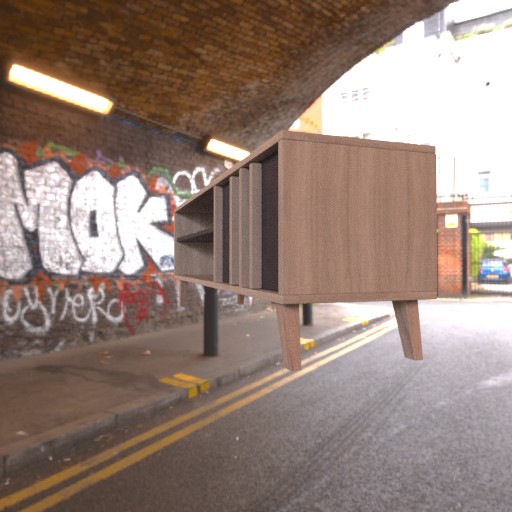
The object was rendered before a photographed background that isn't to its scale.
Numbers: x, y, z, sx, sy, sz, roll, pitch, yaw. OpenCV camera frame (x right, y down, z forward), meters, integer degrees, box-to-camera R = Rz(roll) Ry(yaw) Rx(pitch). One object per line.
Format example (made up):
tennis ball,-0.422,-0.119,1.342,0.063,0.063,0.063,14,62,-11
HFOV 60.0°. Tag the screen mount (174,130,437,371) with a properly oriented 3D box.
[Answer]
screen mount,0.000,0.000,1.697,0.401,0.509,1.500,0,-1,-19
